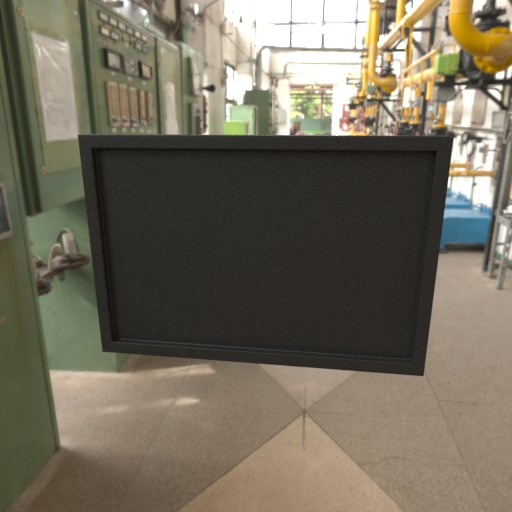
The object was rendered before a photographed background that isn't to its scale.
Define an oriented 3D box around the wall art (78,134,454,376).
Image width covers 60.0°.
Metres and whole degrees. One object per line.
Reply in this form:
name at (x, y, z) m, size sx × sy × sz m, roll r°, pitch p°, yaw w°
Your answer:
wall art at (0.000, 0.000, 0.572) m, size 0.443 × 0.301 × 0.021 m, roll 2°, pitch 17°, yaw 8°
